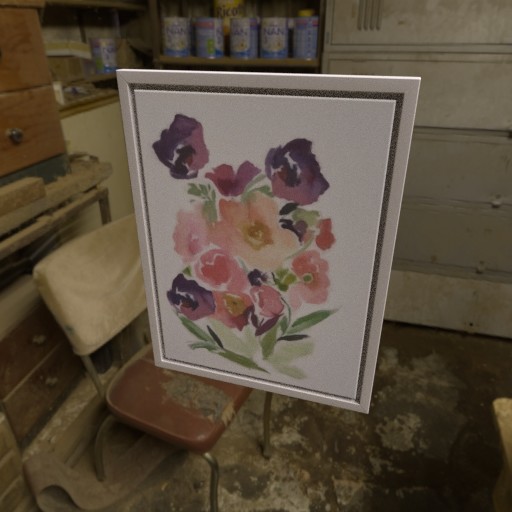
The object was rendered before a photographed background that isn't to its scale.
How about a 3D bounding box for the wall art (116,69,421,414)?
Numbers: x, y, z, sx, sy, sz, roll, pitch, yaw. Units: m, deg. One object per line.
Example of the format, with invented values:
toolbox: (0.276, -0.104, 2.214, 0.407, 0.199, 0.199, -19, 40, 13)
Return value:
wall art: (0.000, 0.000, 1.381, 0.805, 1.056, 0.042, 8, 28, 15)
